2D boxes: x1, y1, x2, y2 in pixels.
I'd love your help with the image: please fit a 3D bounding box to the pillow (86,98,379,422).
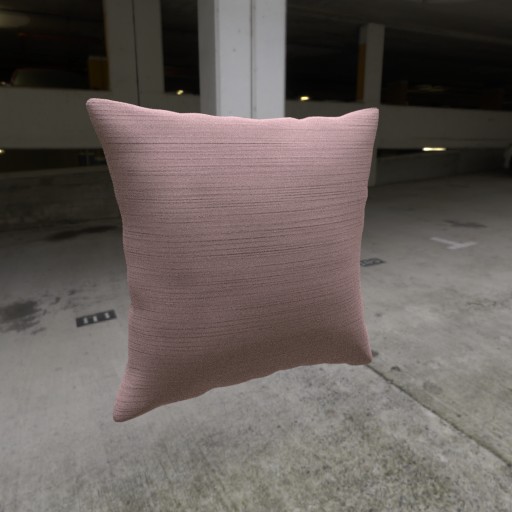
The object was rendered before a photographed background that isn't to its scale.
[{"bbox_3d":[0.000,0.000,0.703,0.470,0.464,0.175,-6,15,-24],"label":"pillow"}]
